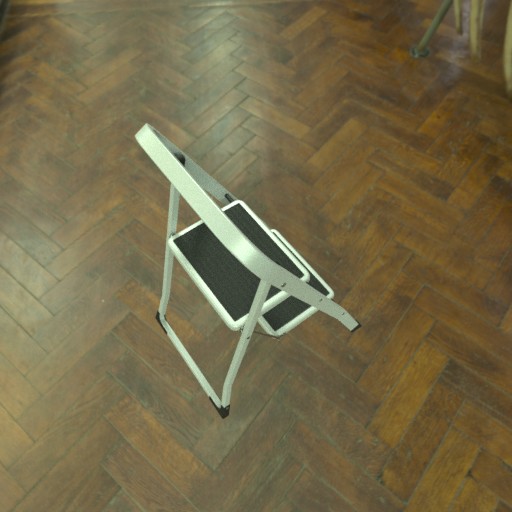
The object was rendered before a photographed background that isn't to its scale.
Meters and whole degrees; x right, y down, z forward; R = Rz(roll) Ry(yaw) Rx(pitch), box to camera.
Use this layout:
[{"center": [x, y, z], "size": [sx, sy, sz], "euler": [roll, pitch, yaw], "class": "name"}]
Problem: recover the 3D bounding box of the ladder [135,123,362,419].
[{"center": [0.000, 0.000, 1.154], "size": [0.544, 0.810, 0.460], "euler": [-32, 63, -18], "class": "ladder"}]
